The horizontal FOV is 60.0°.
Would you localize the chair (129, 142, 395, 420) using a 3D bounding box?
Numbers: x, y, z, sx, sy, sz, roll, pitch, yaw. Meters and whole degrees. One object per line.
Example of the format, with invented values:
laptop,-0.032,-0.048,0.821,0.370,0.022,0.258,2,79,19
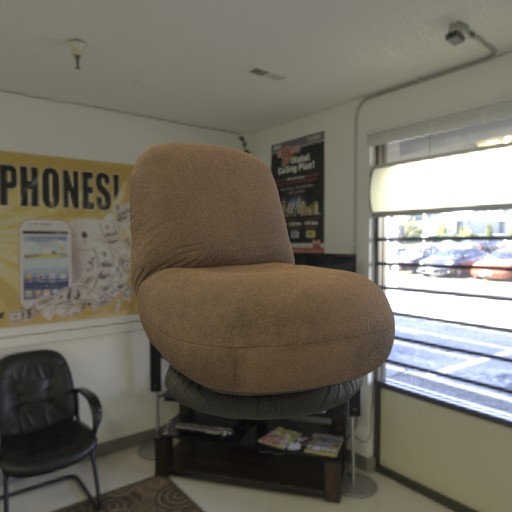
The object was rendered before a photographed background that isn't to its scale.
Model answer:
chair,0.000,0.000,1.026,0.521,0.594,0.597,-1,3,-35
